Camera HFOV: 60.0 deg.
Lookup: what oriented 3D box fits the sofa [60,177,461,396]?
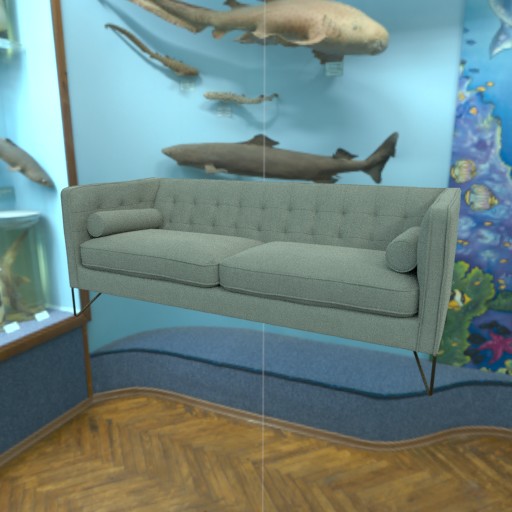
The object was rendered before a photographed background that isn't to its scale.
[{"bbox_3d":[0.000,0.000,2.552,2.079,0.798,0.912,7,15,25],"label":"sofa"}]
